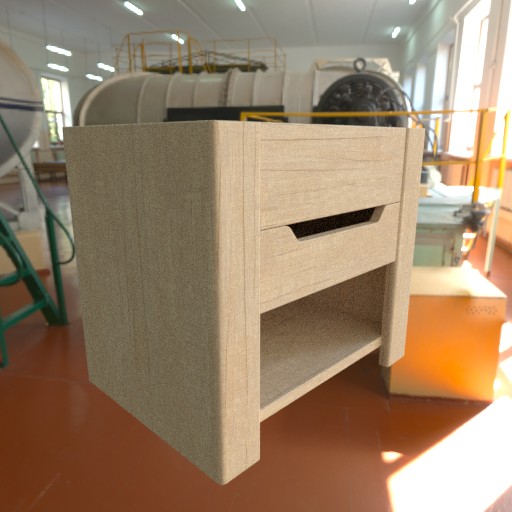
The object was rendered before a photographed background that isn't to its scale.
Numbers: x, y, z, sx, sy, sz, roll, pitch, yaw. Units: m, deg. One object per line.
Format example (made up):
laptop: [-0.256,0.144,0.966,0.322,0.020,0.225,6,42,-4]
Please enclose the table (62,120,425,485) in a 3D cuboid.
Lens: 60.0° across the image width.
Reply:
table: [0.000,0.000,0.916,0.420,0.510,0.570,14,20,43]
